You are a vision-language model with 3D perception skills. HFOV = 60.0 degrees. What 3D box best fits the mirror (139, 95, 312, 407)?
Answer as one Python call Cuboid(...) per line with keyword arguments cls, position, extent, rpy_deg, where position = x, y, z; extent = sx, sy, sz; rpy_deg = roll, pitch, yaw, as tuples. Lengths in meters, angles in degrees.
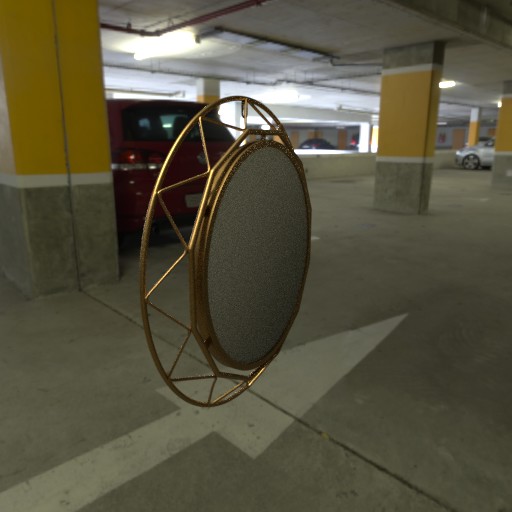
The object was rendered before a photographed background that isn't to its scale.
Cuboid(cls="mirror", position=(0.000, 0.000, 0.663), extent=(0.043, 0.454, 0.454), rpy_deg=(8, 16, 28))
